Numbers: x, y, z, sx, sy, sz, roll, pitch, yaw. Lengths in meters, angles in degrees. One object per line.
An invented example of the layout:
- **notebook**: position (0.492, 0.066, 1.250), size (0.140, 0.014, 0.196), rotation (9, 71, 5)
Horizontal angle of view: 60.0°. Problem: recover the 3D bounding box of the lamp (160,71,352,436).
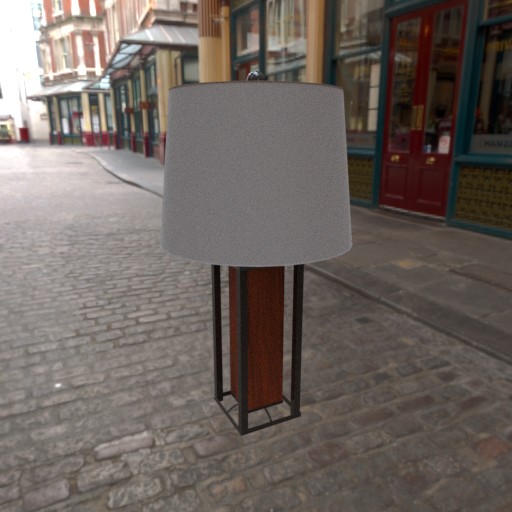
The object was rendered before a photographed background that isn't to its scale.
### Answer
- **lamp**: position (0.000, 0.000, 0.760), size (0.320, 0.591, 0.320), rotation (0, 15, 0)
